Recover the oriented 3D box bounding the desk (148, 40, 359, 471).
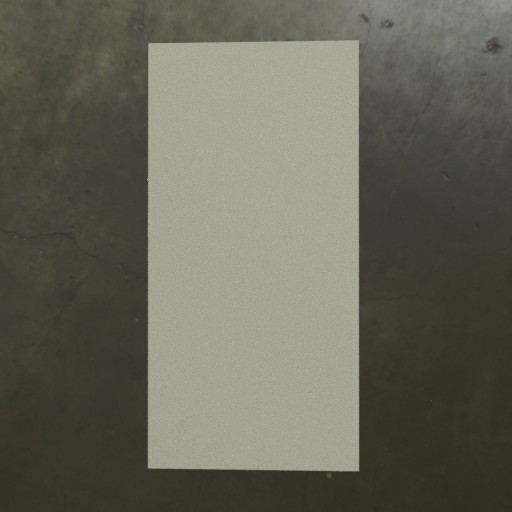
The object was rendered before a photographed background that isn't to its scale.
[{"bbox_3d":[0.000,0.000,1.820,0.690,0.740,1.400,0,90,2],"label":"desk"}]
